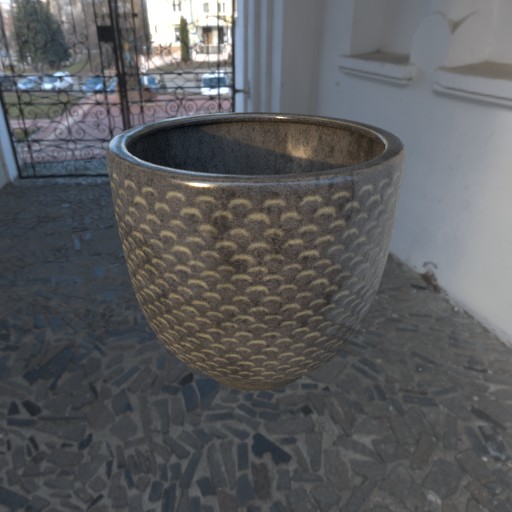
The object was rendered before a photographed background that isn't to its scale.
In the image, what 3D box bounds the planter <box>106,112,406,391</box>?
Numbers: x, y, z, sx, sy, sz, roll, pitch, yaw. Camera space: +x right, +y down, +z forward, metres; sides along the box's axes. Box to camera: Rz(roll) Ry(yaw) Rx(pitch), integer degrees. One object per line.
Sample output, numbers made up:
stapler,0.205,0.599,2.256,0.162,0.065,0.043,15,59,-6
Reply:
planter,0.000,0.000,0.299,0.172,0.160,0.172,0,27,0
